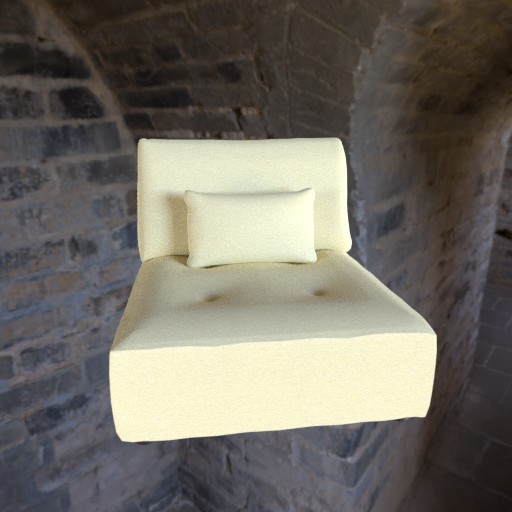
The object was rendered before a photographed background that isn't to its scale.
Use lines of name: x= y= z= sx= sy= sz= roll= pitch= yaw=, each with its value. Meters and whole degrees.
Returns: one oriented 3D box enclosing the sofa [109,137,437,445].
sofa: x=0.000 y=0.000 z=1.648 sx=0.930 sy=0.820 sz=1.000 roll=-2 pitch=17 yaw=-7
